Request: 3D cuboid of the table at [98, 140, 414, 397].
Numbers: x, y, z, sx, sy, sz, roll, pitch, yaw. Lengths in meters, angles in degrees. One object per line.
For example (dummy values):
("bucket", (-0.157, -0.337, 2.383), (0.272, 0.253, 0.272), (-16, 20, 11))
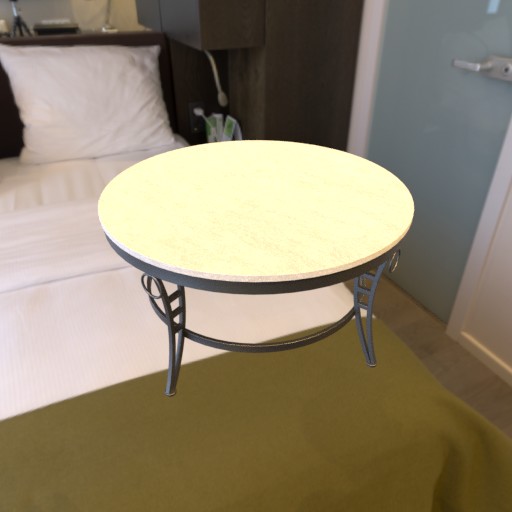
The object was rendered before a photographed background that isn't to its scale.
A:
("table", (0.000, 0.000, 1.427), (0.889, 0.470, 0.889), (0, 33, 0))
